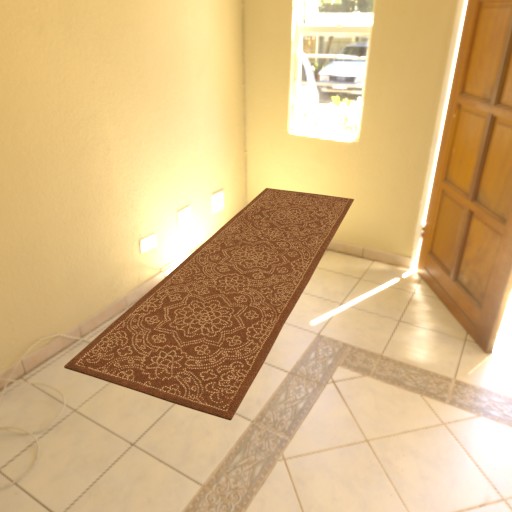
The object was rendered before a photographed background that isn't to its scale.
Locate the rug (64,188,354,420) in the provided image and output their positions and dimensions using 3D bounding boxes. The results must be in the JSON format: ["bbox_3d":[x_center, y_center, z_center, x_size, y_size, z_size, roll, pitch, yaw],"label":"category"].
[{"bbox_3d":[0.000,0.000,2.728,0.769,0.012,2.448,10,29,19],"label":"rug"}]
